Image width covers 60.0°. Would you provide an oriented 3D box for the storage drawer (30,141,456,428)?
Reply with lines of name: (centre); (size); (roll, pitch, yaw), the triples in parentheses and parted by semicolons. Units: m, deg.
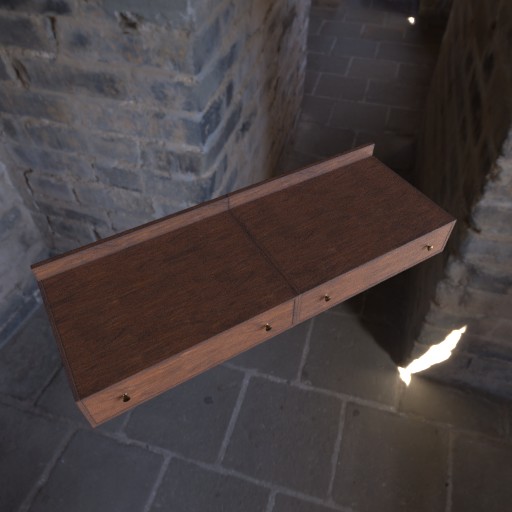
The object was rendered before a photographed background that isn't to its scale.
storage drawer: (0.000, 0.000, 2.188); (1.914, 0.339, 0.774); (-23, 51, -20)
